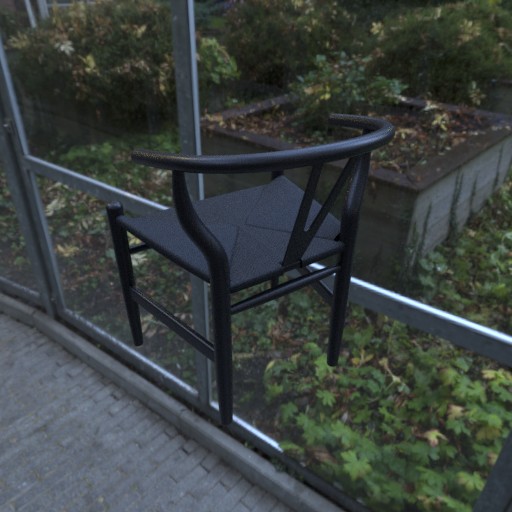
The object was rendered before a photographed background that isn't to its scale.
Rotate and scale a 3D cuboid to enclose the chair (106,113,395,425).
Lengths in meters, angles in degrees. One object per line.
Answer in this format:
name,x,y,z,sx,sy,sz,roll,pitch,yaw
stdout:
chair,0.000,0.000,1.138,0.569,0.730,0.579,-19,36,-29
